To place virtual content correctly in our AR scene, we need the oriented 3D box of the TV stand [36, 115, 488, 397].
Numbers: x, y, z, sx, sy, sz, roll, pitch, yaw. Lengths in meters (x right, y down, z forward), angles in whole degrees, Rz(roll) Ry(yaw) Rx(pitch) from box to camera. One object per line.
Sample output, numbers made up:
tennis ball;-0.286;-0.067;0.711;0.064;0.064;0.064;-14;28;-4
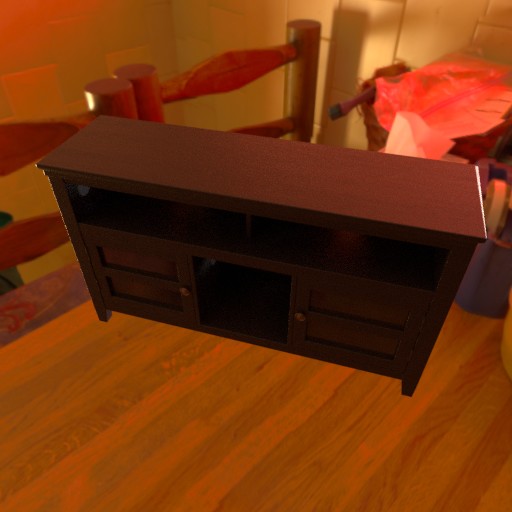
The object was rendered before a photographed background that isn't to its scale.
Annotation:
TV stand;0.000;0.000;1.469;1.198;0.681;0.347;11;42;12
